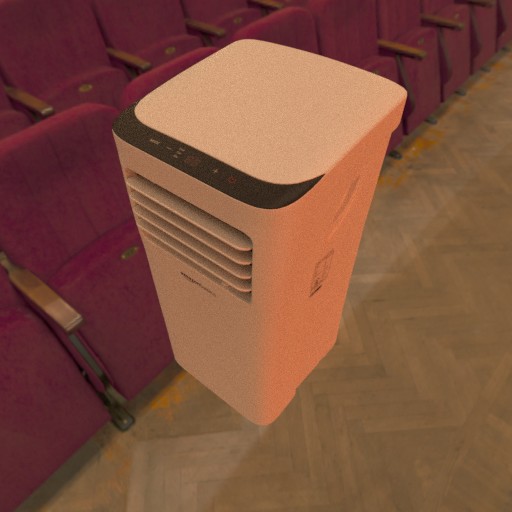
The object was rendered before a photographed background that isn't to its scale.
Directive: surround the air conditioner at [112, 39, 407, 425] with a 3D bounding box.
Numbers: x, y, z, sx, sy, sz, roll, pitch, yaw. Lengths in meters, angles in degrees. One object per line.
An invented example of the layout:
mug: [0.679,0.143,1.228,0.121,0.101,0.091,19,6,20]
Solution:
air conditioner: [0.000,0.000,0.923,0.352,0.716,0.369,30,53,26]
